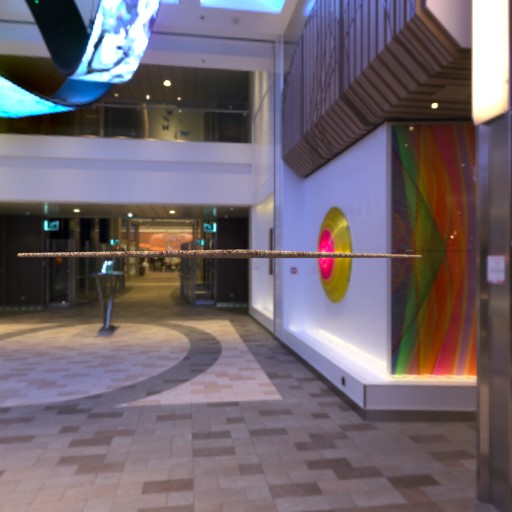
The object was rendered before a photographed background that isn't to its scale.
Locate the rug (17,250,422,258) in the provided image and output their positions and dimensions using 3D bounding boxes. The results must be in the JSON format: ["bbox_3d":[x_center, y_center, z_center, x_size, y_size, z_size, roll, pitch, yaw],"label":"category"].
[{"bbox_3d":[0.000,0.000,2.185,1.143,0.014,1.761,0,-1,35],"label":"rug"}]
